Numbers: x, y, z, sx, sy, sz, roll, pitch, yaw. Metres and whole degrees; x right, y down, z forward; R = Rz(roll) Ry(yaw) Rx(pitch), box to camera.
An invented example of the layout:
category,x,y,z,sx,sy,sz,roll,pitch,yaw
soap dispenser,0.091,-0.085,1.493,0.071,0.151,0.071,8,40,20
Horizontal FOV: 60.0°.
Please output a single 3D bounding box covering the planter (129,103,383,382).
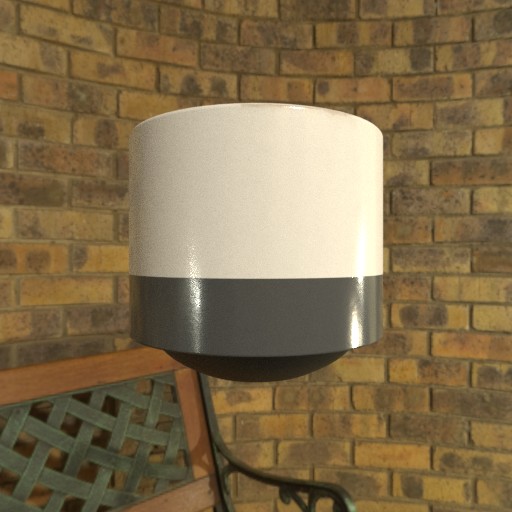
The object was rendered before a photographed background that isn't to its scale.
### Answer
category,x,y,z,sx,sy,sz,roll,pitch,yaw
planter,0.000,0.000,0.350,0.193,0.177,0.193,0,0,0
